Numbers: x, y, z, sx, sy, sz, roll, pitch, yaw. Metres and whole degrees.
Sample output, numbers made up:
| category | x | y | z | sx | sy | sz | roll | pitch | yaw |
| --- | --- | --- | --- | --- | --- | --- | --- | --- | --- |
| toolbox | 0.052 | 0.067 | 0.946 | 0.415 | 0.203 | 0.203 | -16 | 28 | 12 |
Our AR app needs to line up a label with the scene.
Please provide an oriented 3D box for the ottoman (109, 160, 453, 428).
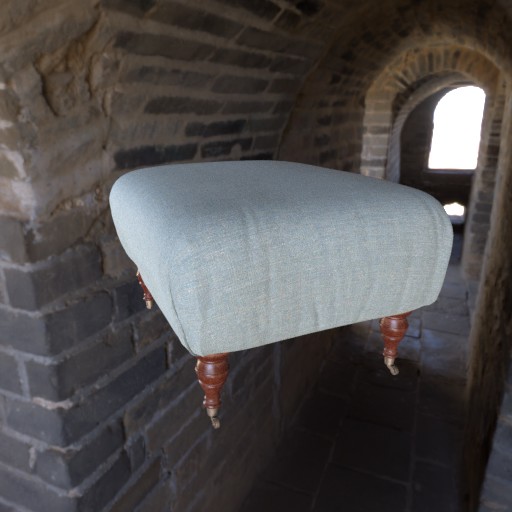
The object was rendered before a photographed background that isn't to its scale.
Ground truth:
| category | x | y | z | sx | sy | sz | roll | pitch | yaw |
| --- | --- | --- | --- | --- | --- | --- | --- | --- | --- |
| ottoman | 0.000 | 0.000 | 1.134 | 0.622 | 0.450 | 0.747 | -8 | 19 | -24 |
